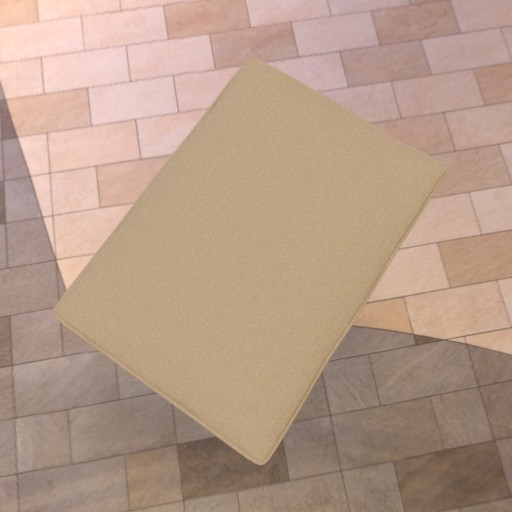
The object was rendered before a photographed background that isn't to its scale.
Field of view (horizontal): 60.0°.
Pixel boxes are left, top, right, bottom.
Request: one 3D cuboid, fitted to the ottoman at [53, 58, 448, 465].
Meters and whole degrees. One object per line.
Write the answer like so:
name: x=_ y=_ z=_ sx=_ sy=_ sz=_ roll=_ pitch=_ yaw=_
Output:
ottoman: x=0.000 y=0.000 z=1.327 sx=0.703 sy=0.479 sz=0.944 roll=33 pitch=79 yaw=8
